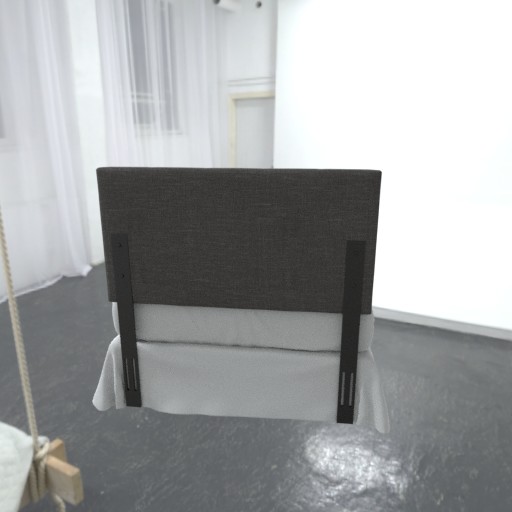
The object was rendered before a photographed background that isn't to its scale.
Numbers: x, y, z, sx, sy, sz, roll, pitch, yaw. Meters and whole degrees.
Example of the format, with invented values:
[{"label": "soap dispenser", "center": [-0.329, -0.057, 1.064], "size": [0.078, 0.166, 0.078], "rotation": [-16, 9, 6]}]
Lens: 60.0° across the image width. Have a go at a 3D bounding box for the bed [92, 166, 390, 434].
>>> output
[{"label": "bed", "center": [0.000, 0.000, 3.645], "size": [1.936, 1.577, 2.222], "rotation": [2, 16, 7]}]
